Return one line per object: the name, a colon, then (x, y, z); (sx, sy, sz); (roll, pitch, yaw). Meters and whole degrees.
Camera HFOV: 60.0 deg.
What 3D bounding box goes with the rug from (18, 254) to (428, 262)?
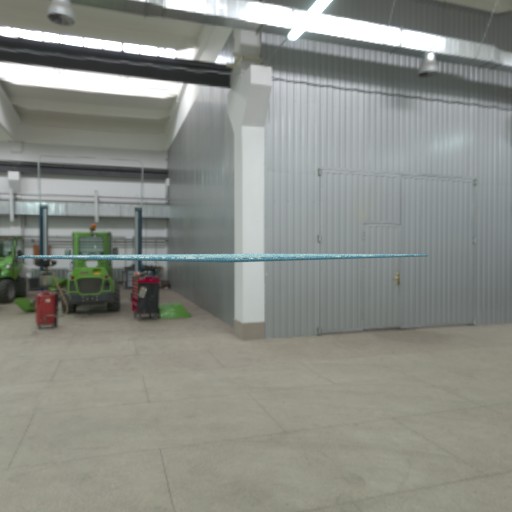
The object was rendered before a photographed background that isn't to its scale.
rug: (0.000, 0.000, 3.436); (1.816, 0.018, 2.746); (0, 1, 37)
